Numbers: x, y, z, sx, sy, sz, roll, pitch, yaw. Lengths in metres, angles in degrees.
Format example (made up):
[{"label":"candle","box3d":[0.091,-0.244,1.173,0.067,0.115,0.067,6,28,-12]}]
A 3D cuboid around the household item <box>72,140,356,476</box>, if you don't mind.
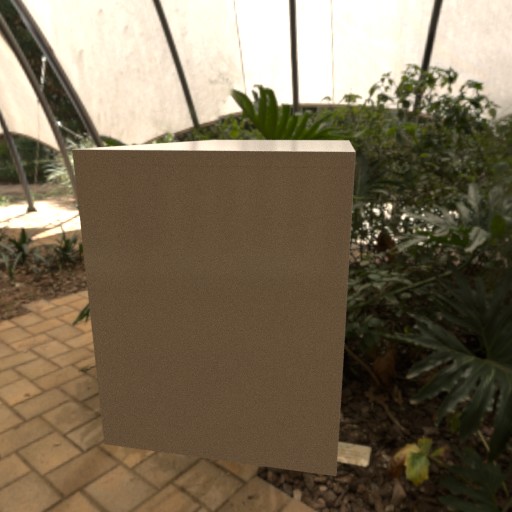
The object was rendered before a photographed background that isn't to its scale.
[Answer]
[{"label":"household item","box3d":[0.000,0.000,1.521,0.597,0.749,1.100,3,16,10]}]
